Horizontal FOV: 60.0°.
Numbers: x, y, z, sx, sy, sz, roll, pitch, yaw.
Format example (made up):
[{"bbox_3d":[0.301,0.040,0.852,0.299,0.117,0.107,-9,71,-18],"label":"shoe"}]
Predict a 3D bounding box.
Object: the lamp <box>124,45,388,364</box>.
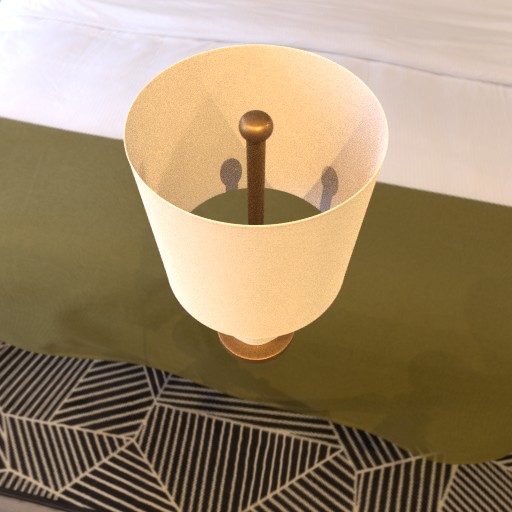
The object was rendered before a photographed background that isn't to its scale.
[{"bbox_3d":[0.000,0.000,0.524,0.210,0.410,0.210,-16,59,-10],"label":"lamp"}]
